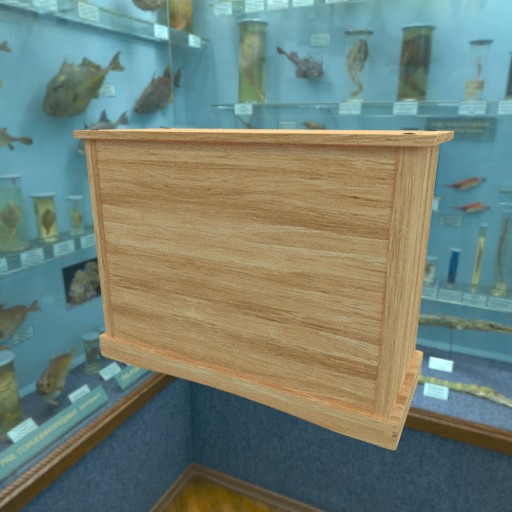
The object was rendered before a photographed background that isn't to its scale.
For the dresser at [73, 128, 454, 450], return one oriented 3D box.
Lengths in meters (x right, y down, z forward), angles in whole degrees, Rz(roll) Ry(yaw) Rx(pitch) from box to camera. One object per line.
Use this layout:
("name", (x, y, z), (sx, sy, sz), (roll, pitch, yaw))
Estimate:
("dresser", (0.000, 0.000, 1.349), (0.990, 0.740, 0.410), (9, 19, 27))
